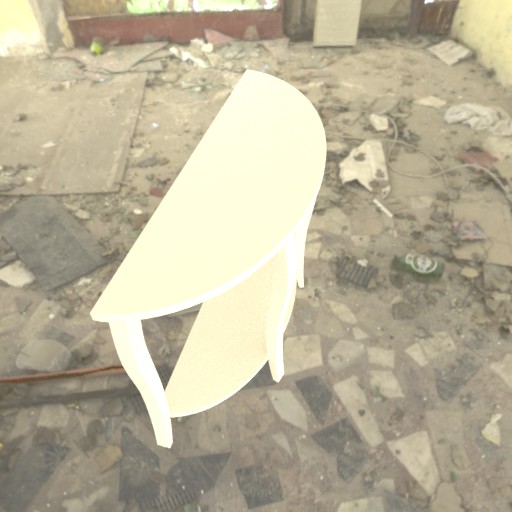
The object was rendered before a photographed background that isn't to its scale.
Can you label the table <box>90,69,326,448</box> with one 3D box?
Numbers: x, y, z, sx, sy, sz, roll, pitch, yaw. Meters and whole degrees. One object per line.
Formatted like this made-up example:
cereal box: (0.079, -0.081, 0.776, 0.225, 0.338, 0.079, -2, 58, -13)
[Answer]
table: (0.000, 0.000, 1.573, 0.394, 0.780, 1.219, 11, 47, 10)
